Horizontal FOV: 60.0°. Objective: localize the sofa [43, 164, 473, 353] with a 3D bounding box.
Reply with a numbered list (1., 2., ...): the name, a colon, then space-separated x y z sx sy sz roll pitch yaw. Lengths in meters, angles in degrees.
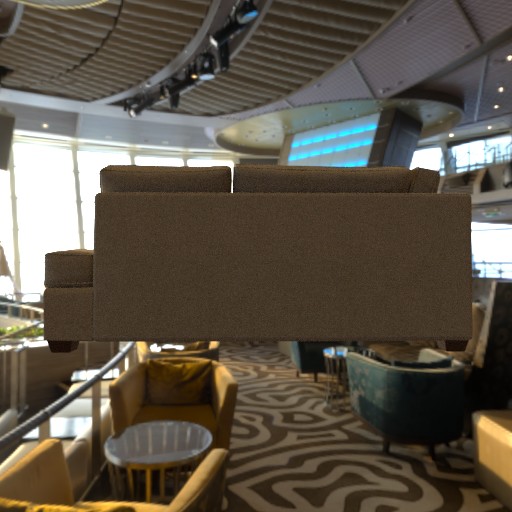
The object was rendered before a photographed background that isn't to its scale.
1. sofa: 0.000 0.000 2.815 2.238 1.019 1.110 0 -1 -1
